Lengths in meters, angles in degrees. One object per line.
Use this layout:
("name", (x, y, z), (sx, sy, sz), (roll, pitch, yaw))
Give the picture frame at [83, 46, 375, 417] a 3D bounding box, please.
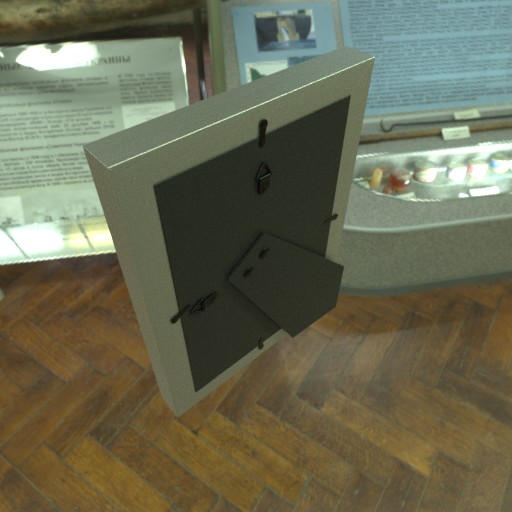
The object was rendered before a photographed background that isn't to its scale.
("picture frame", (0.000, 0.000, 0.277), (0.157, 0.208, 0.028), (-32, 53, -28))
